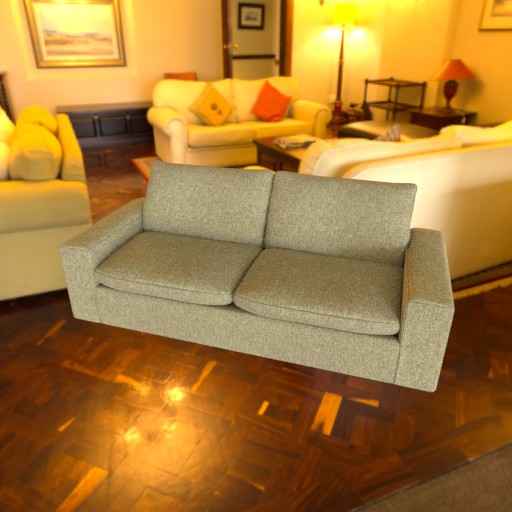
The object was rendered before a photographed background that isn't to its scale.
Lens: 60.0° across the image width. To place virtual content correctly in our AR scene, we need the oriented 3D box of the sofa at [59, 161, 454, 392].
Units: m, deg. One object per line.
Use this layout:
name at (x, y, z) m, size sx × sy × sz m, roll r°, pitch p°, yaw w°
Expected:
sofa at (0.000, 0.000, 2.869) m, size 2.299 × 0.922 × 1.040 m, roll 8°, pitch 28°, yaw 16°
